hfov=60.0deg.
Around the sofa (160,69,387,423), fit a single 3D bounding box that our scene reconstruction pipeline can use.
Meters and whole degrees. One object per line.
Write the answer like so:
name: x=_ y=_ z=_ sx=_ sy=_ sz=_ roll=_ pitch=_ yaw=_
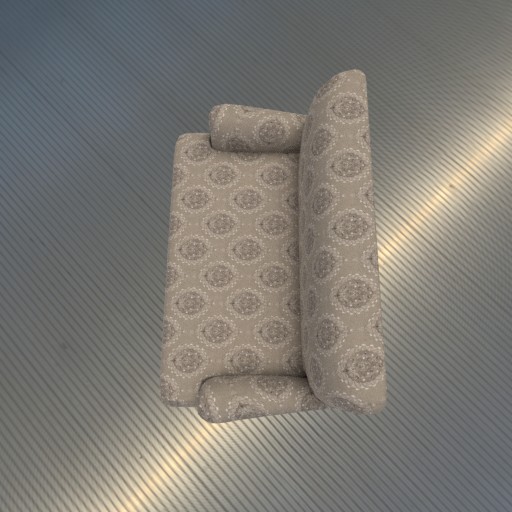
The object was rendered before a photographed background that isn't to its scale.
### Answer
sofa: x=0.000 y=0.000 z=1.849 sx=0.779 sy=0.889 sz=1.297 roll=0 pitch=75 yaw=0
